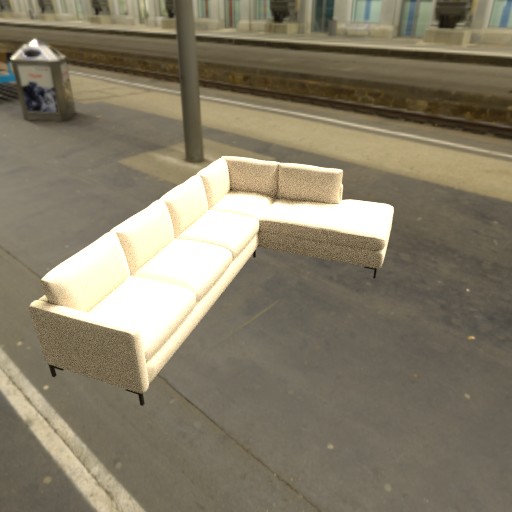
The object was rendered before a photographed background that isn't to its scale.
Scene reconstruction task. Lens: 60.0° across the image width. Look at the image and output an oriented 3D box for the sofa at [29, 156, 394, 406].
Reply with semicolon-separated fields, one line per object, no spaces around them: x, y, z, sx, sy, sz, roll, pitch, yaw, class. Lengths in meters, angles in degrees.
0.000;0.000;3.768;2.007;0.815;2.949;11;32;18;sofa
